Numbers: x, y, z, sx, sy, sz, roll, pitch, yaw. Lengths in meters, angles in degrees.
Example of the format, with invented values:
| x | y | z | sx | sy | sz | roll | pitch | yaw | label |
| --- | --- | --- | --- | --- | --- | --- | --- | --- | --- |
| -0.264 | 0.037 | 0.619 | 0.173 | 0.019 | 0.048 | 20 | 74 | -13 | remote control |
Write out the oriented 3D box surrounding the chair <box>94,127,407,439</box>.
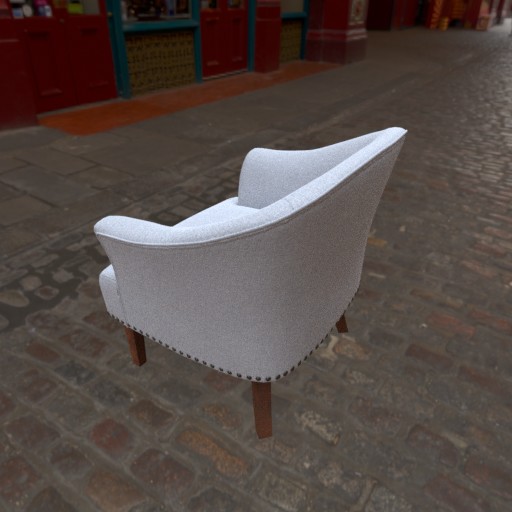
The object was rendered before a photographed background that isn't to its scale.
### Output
| x | y | z | sx | sy | sz | roll | pitch | yaw | label |
| --- | --- | --- | --- | --- | --- | --- | --- | --- | --- |
| 0.000 | 0.000 | 1.400 | 0.704 | 0.815 | 0.798 | 19 | 36 | 29 | chair |
